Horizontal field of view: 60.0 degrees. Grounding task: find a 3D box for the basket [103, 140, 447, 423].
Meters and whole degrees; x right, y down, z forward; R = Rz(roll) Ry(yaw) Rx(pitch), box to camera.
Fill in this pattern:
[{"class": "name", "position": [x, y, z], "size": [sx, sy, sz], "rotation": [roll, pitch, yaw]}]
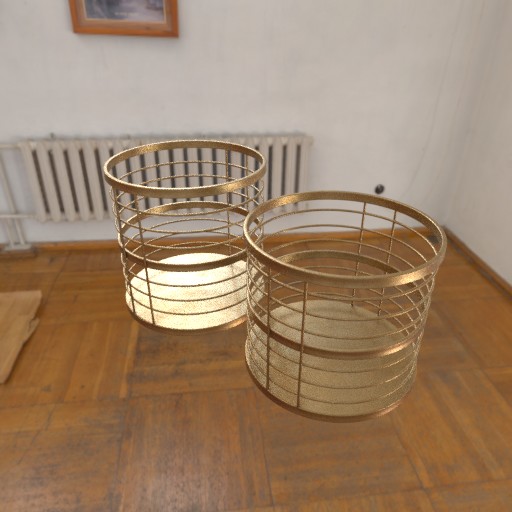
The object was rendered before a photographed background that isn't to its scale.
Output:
[{"class": "basket", "position": [0.000, 0.000, 0.964], "size": [0.746, 0.351, 0.356], "rotation": [21, 35, 32]}]
